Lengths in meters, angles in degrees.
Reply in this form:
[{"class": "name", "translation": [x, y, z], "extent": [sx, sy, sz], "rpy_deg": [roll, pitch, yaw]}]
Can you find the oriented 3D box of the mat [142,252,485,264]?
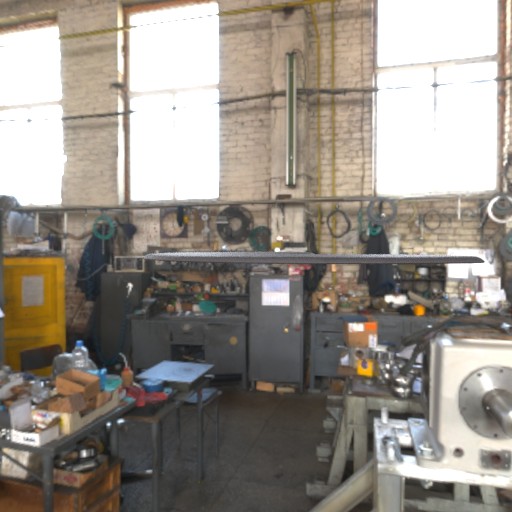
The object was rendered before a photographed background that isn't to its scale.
[{"class": "mat", "translation": [0.000, 0.000, 1.845], "extent": [0.917, 0.022, 1.525], "rpy_deg": [0, 1, -18]}]
